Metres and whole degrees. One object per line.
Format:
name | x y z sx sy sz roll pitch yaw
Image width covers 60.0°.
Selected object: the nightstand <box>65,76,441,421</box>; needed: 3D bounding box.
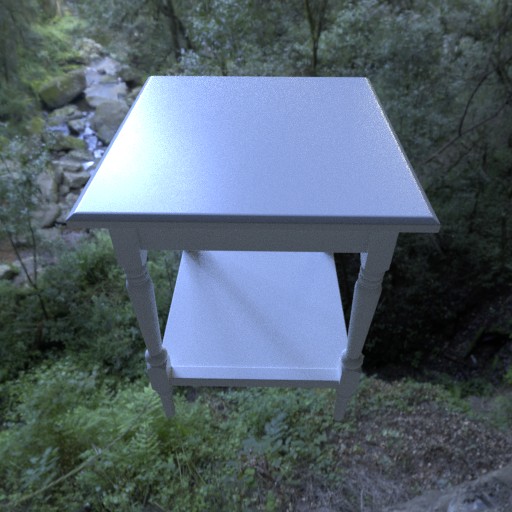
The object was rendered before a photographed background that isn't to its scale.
nightstand | 0.000 0.000 0.909 0.459 0.555 0.505 1 41 1
